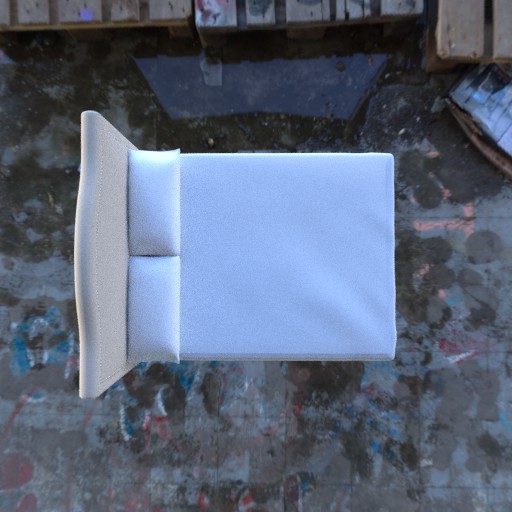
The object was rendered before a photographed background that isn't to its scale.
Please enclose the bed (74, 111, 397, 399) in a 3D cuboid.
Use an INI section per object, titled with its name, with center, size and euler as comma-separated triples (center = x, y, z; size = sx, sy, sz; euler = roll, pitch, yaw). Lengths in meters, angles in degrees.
[bed]
center = 0.000, 0.000, 3.154
size = 2.052, 1.398, 1.678
euler = 0, 89, 1
